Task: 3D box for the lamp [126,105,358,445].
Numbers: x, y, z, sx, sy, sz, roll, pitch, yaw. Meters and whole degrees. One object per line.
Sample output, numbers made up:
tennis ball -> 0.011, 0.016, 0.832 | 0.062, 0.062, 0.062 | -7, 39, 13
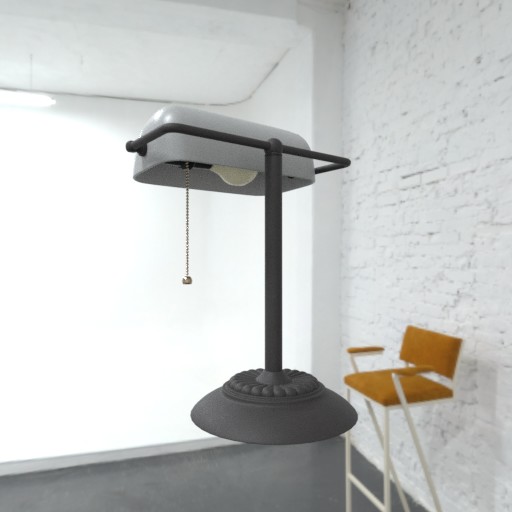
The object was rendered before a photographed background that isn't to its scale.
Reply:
lamp -> 0.000, 0.000, 0.510 | 0.264, 0.339, 0.243 | 1, -1, -37
